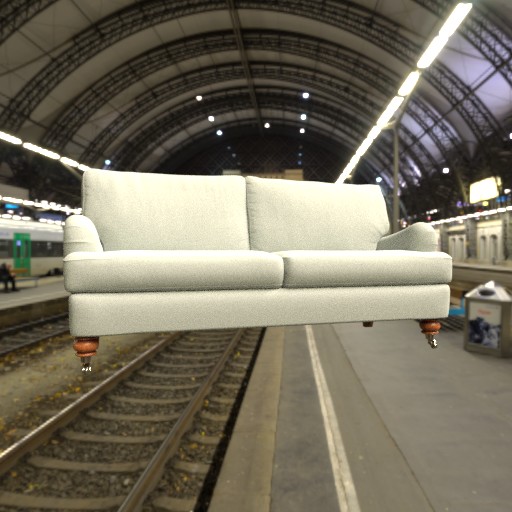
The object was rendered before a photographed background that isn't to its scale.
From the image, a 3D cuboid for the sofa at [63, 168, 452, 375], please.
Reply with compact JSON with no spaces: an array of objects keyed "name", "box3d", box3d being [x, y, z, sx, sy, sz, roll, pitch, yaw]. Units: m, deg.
[{"name":"sofa","box3d":[0.000,0.000,2.802,2.193,1.096,1.069,0,1,-17]}]
